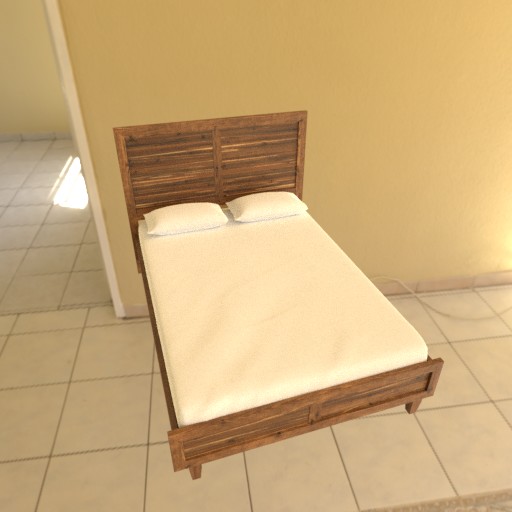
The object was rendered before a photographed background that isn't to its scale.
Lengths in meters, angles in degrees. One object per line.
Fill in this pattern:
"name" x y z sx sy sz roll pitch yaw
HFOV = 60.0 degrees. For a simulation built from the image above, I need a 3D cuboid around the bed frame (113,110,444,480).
"bed frame" 0.000 0.000 3.281 1.696 1.417 2.276 -10 34 -15
